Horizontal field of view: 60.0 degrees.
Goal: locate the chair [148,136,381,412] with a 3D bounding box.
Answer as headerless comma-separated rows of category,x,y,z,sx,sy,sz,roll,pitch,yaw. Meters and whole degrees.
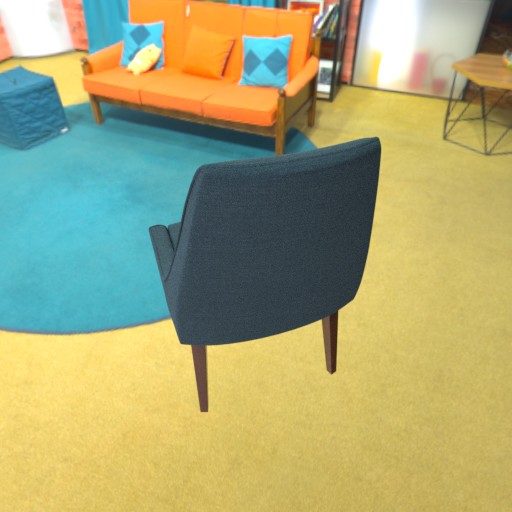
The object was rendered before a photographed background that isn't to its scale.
chair,0.000,0.000,1.231,0.529,0.861,0.544,-12,42,-14
